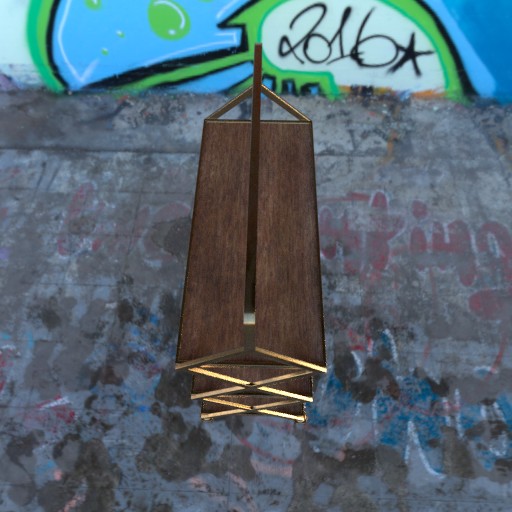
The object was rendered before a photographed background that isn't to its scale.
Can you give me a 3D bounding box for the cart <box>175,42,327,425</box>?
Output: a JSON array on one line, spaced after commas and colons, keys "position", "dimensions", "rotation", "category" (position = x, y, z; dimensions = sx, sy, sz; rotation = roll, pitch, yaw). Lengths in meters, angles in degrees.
[{"position": [0.000, 0.000, 1.172], "dimensions": [0.313, 0.805, 0.723], "rotation": [1, 59, 1], "category": "cart"}]
